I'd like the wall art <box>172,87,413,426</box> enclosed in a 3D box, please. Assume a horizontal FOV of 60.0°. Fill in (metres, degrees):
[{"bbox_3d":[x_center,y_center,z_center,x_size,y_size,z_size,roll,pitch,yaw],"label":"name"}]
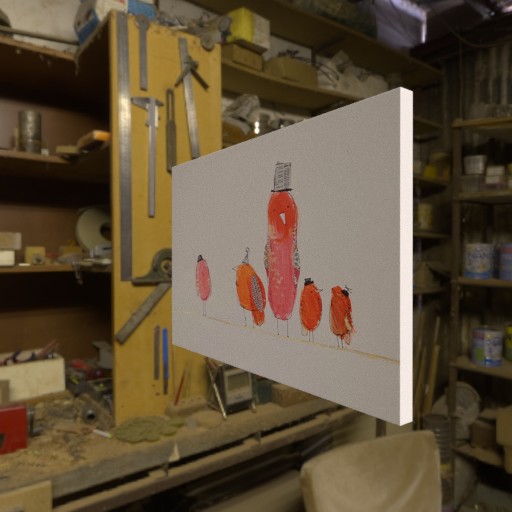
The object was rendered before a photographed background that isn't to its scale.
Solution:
[{"bbox_3d":[0.000,0.000,1.173,0.038,0.609,0.914,0,0,-37],"label":"wall art"}]
